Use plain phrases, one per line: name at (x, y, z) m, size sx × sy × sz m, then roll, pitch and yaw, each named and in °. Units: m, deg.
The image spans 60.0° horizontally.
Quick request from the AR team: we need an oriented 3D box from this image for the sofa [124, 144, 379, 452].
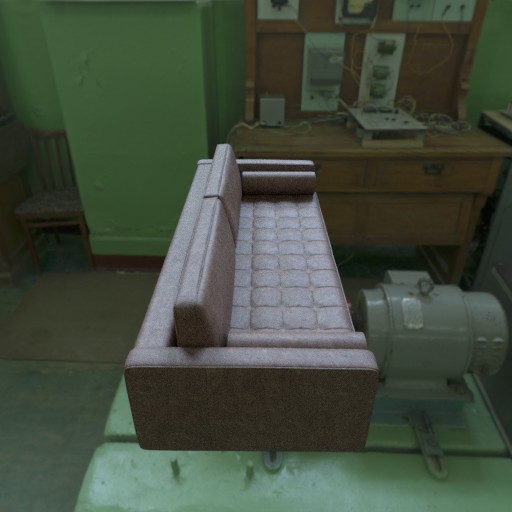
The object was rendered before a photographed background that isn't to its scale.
sofa at (0.000, 0.000, 2.547) m, size 0.914 × 0.762 × 2.210 m, roll 0°, pitch 31°, yaw 0°
